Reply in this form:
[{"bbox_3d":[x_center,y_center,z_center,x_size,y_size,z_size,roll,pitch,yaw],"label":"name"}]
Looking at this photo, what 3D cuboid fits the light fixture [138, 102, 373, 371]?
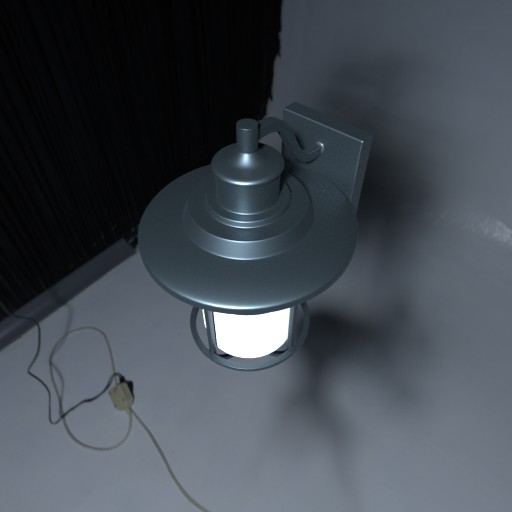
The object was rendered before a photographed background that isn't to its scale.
[{"bbox_3d":[0.000,0.000,0.509,0.222,0.345,0.252,33,55,27],"label":"light fixture"}]
